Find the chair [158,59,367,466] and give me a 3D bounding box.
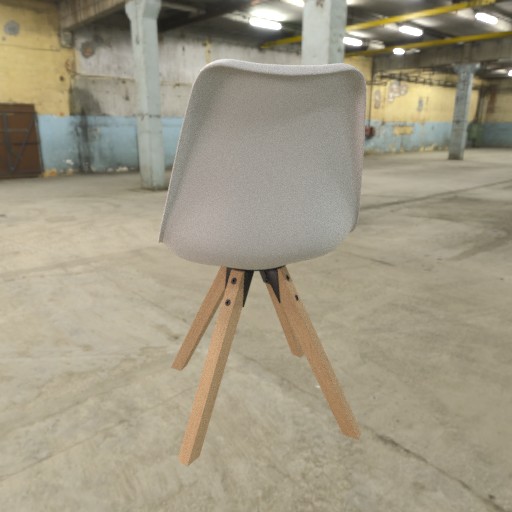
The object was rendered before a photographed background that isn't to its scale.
[{"bbox_3d":[0.000,0.000,1.133,0.485,0.850,0.550,-3,16,-12],"label":"chair"}]
